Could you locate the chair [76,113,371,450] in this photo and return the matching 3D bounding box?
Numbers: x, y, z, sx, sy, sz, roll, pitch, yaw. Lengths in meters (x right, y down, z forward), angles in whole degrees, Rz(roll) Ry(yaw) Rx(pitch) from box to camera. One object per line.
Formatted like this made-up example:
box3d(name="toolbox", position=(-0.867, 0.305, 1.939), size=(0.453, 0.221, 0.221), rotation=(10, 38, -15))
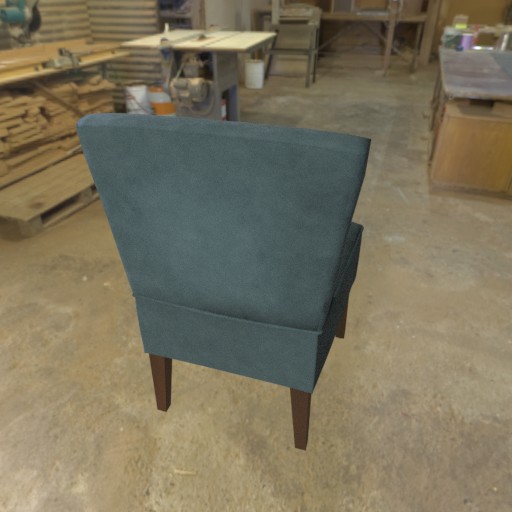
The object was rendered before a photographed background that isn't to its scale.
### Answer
box3d(name="chair", position=(0.000, 0.000, 1.147), size=(0.521, 0.806, 0.551), rotation=(10, 33, 15))
